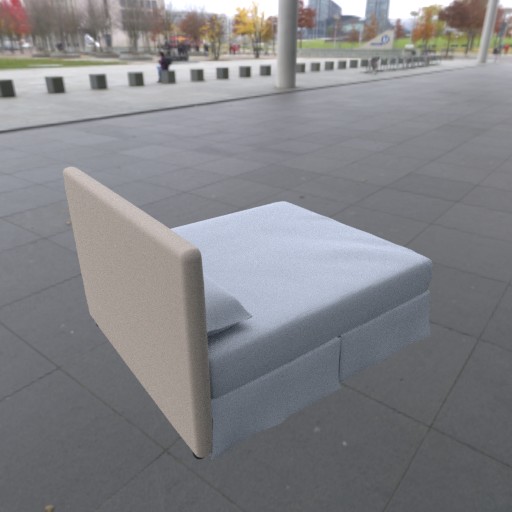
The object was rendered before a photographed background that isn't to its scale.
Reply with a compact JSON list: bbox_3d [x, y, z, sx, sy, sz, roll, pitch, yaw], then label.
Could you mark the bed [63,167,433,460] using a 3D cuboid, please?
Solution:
[{"bbox_3d":[0.000,0.000,3.361,2.142,1.330,1.884,-18,31,-33],"label":"bed"}]
